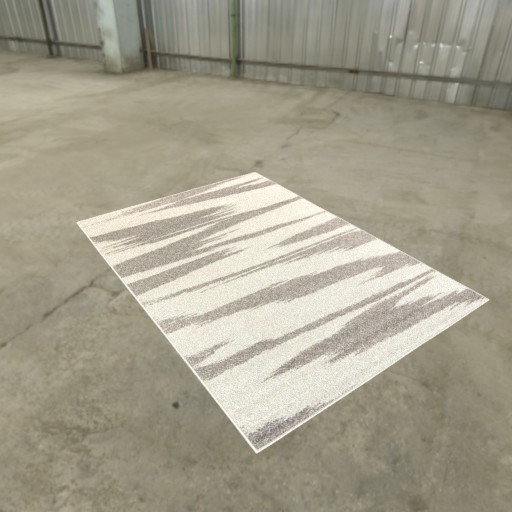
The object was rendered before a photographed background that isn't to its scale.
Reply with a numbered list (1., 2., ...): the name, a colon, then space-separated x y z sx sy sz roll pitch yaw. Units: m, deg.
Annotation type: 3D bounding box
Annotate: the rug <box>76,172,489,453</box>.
1. rug: 0.000 0.000 2.714 1.533 0.010 2.142 -22 39 -29
